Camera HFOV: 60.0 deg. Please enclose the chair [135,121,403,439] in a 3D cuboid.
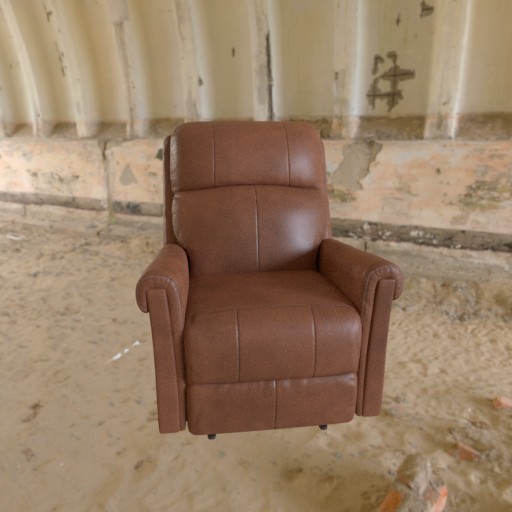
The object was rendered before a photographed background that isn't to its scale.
[{"bbox_3d":[0.000,0.000,1.795,0.838,1.054,1.014,-2,16,-7],"label":"chair"}]
